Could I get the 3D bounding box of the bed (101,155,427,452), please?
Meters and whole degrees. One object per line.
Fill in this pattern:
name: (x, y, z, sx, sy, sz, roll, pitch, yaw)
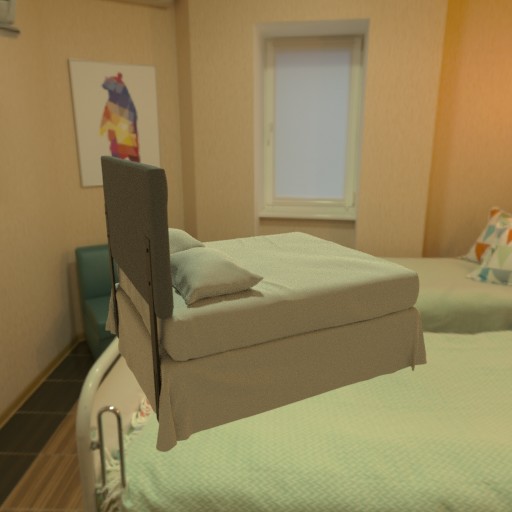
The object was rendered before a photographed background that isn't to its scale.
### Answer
bed: (0.000, 0.000, 3.602, 2.222, 1.577, 1.936, -8, 17, -26)
